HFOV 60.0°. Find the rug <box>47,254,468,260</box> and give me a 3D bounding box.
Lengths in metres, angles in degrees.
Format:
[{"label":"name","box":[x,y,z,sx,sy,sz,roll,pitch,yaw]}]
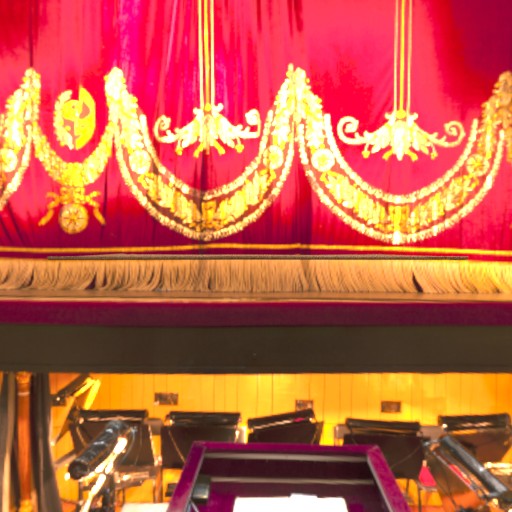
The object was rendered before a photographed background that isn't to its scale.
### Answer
[{"label":"rug","box":[0.000,0.000,4.881,2.873,0.053,3.778,0,0,0]}]
